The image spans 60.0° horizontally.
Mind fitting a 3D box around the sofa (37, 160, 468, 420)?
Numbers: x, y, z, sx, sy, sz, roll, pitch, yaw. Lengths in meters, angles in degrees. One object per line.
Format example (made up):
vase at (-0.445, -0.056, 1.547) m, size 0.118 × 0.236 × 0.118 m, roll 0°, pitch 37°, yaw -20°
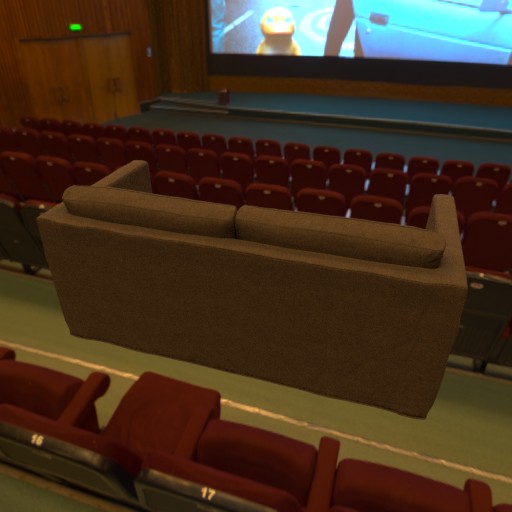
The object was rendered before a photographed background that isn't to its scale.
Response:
sofa at (0.000, 0.000, 2.409) m, size 1.982 × 0.855 × 0.953 m, roll 9°, pitch 32°, yaw 15°
